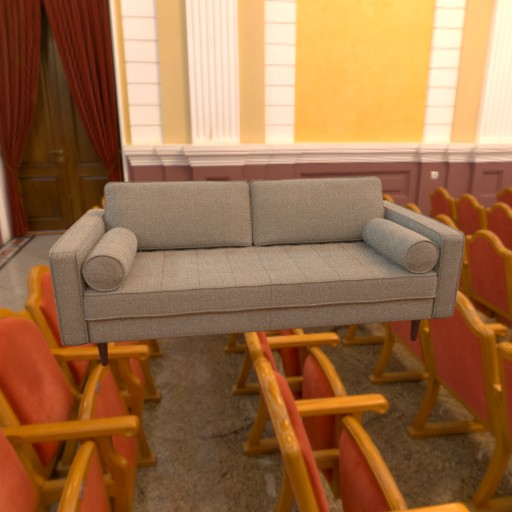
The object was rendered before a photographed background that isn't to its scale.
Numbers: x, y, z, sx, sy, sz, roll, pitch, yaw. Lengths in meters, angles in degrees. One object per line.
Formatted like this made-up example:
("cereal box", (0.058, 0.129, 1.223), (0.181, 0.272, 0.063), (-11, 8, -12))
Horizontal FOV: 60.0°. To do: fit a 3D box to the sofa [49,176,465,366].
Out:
("sofa", (0.000, 0.000, 2.398), (1.879, 0.762, 0.914), (-3, 18, -9))
